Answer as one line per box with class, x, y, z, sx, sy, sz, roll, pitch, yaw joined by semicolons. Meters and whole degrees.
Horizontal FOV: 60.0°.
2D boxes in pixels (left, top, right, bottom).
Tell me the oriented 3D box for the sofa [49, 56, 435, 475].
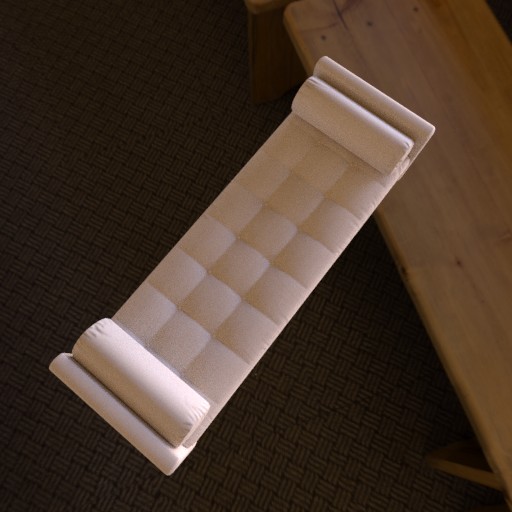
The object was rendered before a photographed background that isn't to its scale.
sofa;0.000;0.000;2.294;0.686;0.635;1.981;37;78;9
